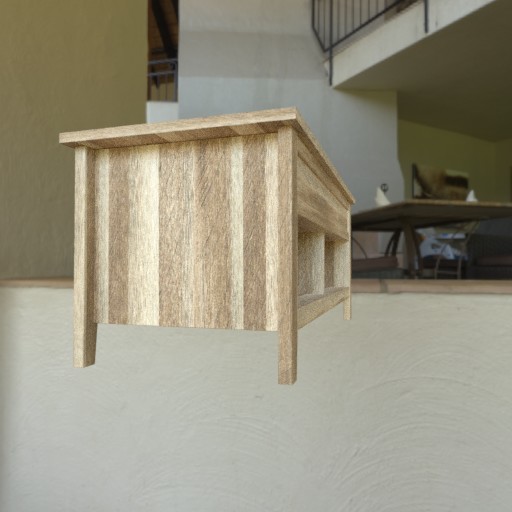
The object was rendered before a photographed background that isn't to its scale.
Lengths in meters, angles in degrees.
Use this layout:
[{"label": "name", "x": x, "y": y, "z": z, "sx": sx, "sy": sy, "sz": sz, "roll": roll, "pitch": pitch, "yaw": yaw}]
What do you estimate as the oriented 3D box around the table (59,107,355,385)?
[{"label": "table", "x": 0.000, "y": 0.000, "z": 1.344, "sx": 0.493, "sy": 0.480, "sz": 1.095, "roll": 0, "pitch": -1, "yaw": 18}]
